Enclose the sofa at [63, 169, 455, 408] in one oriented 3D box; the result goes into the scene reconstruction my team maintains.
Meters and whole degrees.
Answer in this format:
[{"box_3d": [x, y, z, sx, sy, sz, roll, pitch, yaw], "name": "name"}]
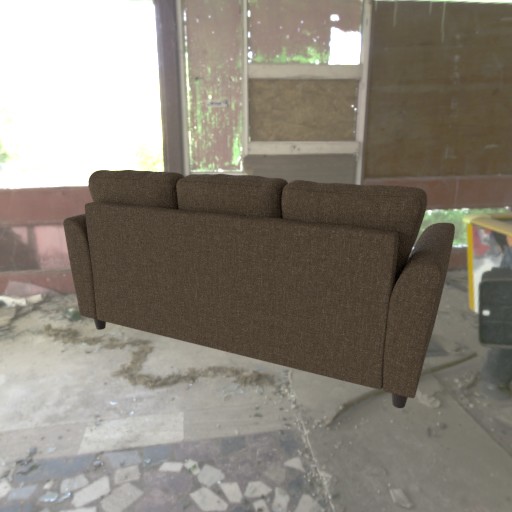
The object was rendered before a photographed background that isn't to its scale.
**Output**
[{"box_3d": [0.000, 0.000, 2.328, 1.847, 0.891, 0.837, 8, 18, 25], "name": "sofa"}]
